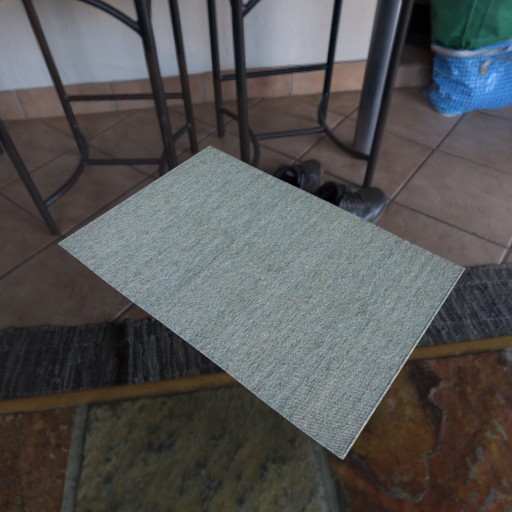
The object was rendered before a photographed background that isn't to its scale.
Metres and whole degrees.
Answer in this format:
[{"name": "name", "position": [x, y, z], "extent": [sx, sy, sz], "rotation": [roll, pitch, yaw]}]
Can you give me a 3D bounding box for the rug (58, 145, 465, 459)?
[{"name": "rug", "position": [0.000, 0.000, 2.985], "extent": [2.283, 0.013, 1.547], "rotation": [30, 54, 25]}]
